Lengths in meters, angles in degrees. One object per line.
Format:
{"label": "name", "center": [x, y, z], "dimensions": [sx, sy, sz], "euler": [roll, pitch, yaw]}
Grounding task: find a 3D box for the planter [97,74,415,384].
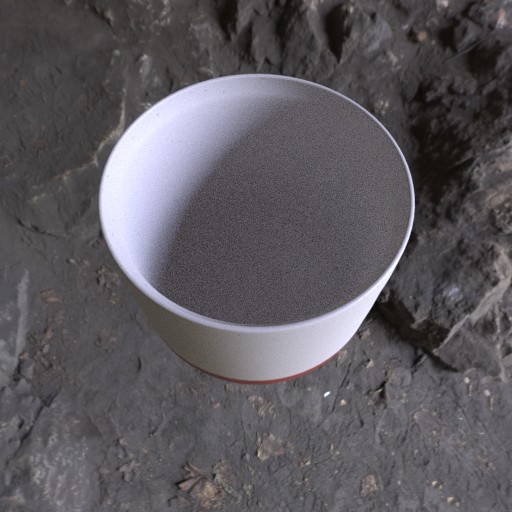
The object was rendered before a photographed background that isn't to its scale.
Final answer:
{"label": "planter", "center": [0.000, 0.000, 0.494], "dimensions": [0.268, 0.270, 0.268], "euler": [0, 62, 0]}
